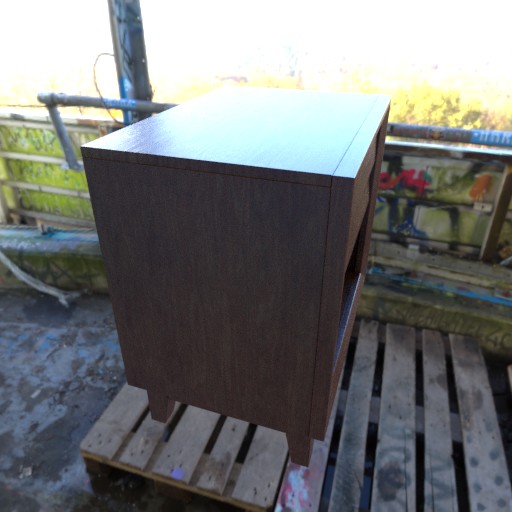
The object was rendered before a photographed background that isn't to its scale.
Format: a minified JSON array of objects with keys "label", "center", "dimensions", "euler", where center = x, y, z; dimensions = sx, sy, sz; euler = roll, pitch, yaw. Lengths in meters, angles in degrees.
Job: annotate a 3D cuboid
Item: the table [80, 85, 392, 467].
[{"label":"table","center":[0.000,0.000,0.980],"dimensions":[0.449,0.609,0.557],"euler":[10,32,17]}]
